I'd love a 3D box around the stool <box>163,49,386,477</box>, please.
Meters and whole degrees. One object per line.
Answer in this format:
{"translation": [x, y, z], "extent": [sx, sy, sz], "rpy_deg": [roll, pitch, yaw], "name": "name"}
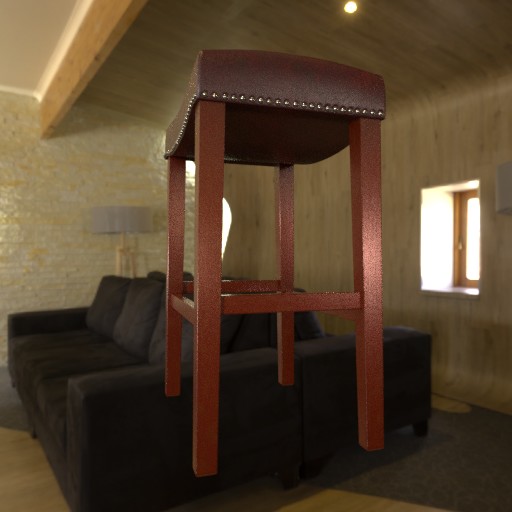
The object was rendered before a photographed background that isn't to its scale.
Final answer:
{"translation": [0.000, 0.000, 1.023], "extent": [0.372, 0.742, 0.504], "rpy_deg": [0, 0, -18], "name": "stool"}
